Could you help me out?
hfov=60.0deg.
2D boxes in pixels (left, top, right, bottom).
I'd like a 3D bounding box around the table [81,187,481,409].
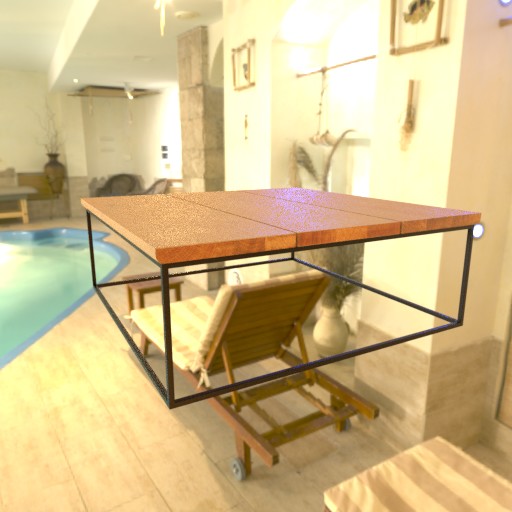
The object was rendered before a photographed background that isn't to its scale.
[{"bbox_3d":[0.000,0.000,1.726,1.100,0.400,1.100,-7,16,-28],"label":"table"}]
